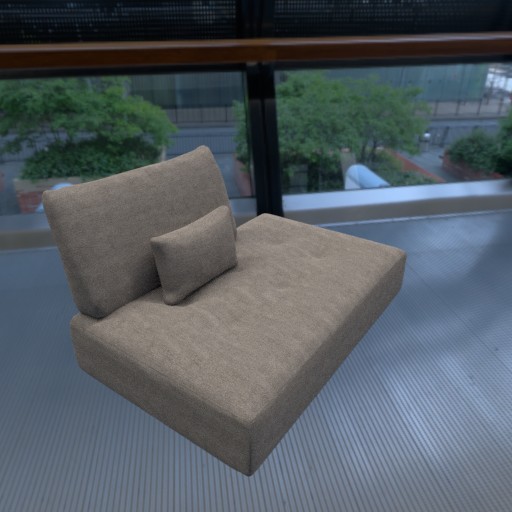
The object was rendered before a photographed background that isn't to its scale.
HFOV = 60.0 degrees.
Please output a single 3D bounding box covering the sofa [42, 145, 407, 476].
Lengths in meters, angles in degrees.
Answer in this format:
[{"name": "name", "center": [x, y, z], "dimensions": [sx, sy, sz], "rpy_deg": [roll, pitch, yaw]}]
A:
[{"name": "sofa", "center": [0.000, 0.000, 2.046], "dimensions": [1.002, 0.820, 1.450], "rpy_deg": [18, 32, 31]}]
